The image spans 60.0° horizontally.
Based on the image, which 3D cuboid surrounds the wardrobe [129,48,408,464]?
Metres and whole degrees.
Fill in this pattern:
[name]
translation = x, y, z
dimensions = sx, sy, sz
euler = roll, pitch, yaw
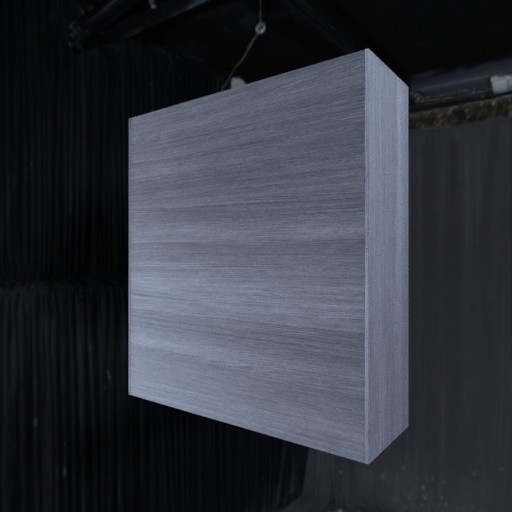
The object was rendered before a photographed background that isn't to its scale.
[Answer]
[wardrobe]
translation = 0.000, 0.000, 2.862
dimensions = 1.780, 1.960, 0.629
euler = 0, 0, 37
